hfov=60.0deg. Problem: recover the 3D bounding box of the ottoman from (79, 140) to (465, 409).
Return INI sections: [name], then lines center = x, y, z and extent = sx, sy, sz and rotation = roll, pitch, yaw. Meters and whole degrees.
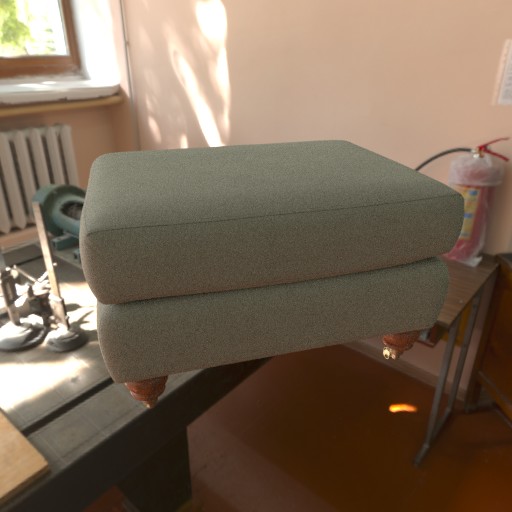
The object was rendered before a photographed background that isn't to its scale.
[ottoman]
center = 0.000, 0.000, 1.127
extent = 0.773, 0.504, 0.569
rotation = -7, 27, -14
